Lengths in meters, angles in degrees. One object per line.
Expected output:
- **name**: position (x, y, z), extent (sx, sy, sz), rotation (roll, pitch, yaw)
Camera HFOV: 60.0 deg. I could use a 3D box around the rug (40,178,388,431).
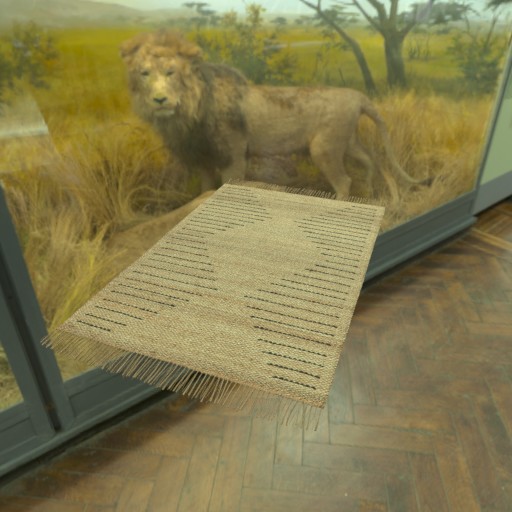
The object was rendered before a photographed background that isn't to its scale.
- **rug**: position (0.000, 0.000, 2.517), extent (1.224, 0.027, 2.085), rotation (11, 33, 18)
